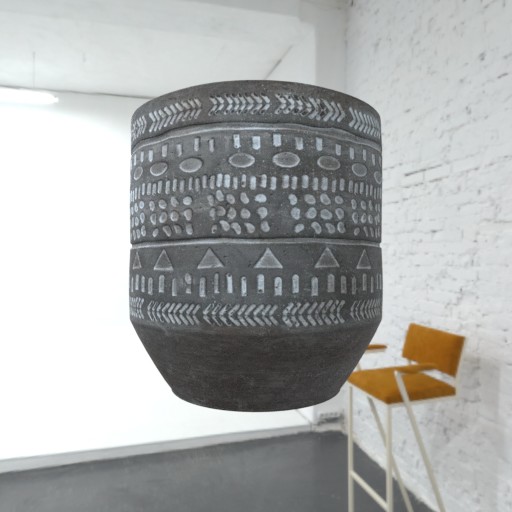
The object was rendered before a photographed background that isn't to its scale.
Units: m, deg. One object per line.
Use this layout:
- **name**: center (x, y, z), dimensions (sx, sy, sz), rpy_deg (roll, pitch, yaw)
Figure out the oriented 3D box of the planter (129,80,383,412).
- **planter**: center (0.000, 0.000, 0.258), dimensions (0.142, 0.149, 0.142), rpy_deg (0, -1, 0)
